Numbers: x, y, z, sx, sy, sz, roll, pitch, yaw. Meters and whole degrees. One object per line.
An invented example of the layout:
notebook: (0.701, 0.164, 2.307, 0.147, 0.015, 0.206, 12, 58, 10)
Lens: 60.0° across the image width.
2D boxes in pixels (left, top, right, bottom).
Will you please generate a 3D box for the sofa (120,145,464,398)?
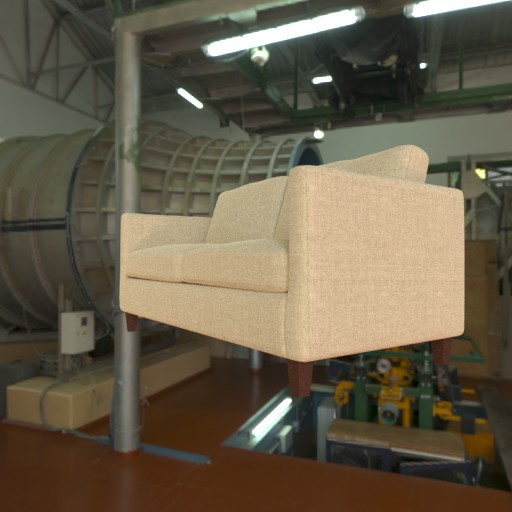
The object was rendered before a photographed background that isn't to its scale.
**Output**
sofa: (0.000, 0.000, 2.423, 0.950, 0.963, 1.884, 0, -1, -35)
